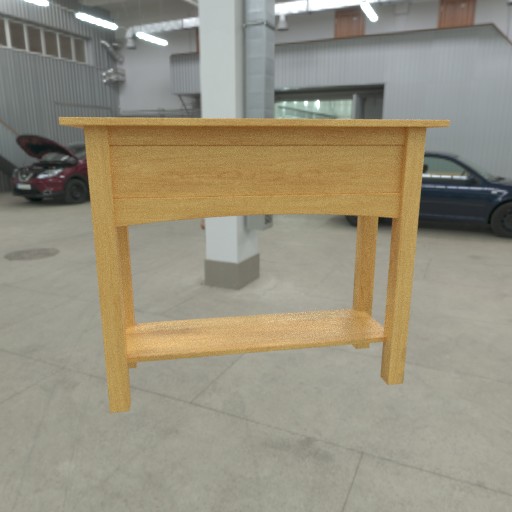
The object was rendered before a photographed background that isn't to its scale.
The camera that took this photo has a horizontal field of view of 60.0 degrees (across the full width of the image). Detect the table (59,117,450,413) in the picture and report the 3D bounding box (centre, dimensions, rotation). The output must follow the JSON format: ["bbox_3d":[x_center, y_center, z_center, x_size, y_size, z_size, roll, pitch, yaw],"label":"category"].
[{"bbox_3d":[0.000,0.000,1.254,0.900,0.728,0.340,-3,14,-10],"label":"table"}]
